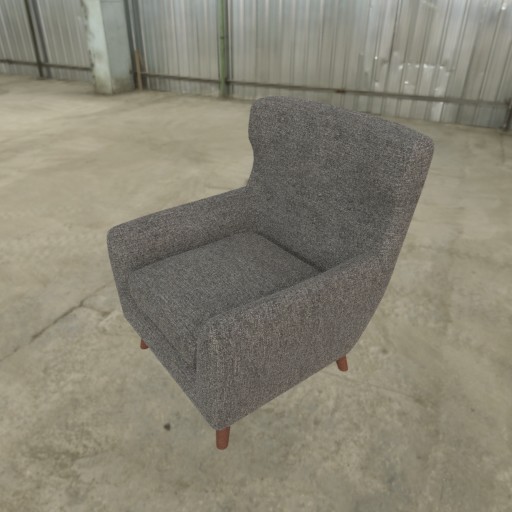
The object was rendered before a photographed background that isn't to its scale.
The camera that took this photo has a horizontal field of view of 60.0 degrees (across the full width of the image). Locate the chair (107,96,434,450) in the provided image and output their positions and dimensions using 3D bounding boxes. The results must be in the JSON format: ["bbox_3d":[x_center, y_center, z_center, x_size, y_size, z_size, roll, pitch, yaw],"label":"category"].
[{"bbox_3d":[0.000,0.000,1.782,0.940,1.039,0.889,-21,37,-31],"label":"chair"}]
